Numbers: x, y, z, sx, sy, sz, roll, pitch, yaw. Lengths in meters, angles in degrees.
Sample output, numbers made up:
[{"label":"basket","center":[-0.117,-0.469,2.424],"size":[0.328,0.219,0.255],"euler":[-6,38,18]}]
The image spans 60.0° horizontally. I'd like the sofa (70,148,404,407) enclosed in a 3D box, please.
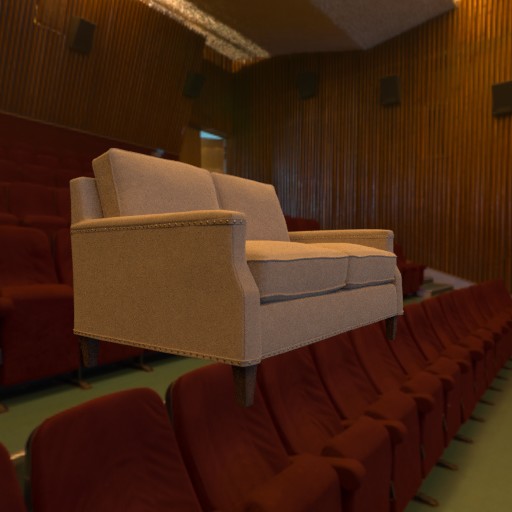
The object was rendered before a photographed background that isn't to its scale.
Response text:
[{"label":"sofa","center":[0.000,0.000,2.352],"size":[1.084,1.002,1.597],"euler":[0,0,36]}]
